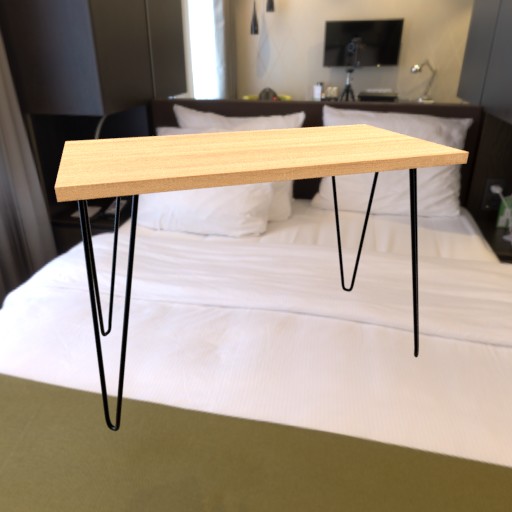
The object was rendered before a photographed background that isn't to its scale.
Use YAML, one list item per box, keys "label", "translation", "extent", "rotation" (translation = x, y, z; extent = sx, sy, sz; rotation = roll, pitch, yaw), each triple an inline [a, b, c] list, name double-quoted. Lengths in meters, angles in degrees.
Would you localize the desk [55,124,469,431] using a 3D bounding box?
- label: "desk"
  translation: [0.000, 0.000, 1.351]
  extent: [0.991, 0.660, 0.499]
  rotation: [-8, 26, -17]
